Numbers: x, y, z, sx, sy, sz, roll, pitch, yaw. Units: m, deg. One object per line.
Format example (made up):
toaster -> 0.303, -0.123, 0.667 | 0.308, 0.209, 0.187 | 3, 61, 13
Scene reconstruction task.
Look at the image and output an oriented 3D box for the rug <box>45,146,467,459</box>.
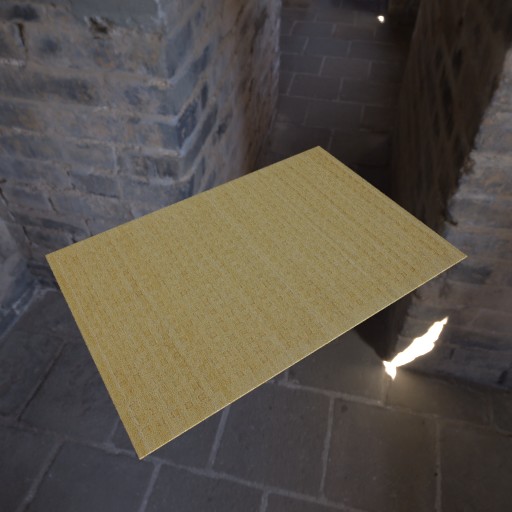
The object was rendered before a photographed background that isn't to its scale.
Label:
rug -> 0.000, 0.000, 2.887 | 2.286, 0.006, 1.524 | -26, 52, -22
